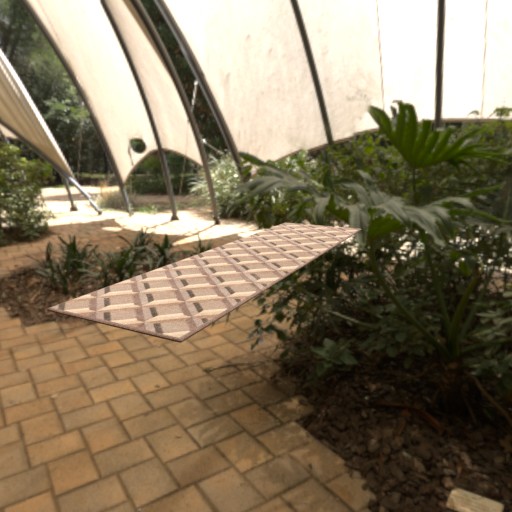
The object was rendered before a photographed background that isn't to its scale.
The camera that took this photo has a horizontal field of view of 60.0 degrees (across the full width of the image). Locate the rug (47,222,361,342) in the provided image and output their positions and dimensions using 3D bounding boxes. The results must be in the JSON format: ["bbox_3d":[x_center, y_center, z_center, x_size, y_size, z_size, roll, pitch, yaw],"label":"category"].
[{"bbox_3d":[0.000,0.000,2.721,0.685,0.013,2.437,7,15,27],"label":"rug"}]
